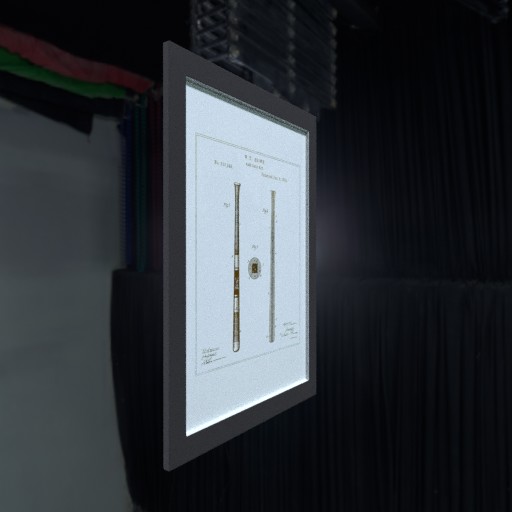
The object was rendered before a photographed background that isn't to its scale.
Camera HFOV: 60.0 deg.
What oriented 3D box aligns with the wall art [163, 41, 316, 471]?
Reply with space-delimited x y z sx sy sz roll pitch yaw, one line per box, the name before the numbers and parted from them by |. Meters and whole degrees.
wall art | 0.000 0.000 0.697 0.012 0.529 0.374 0 0 36
